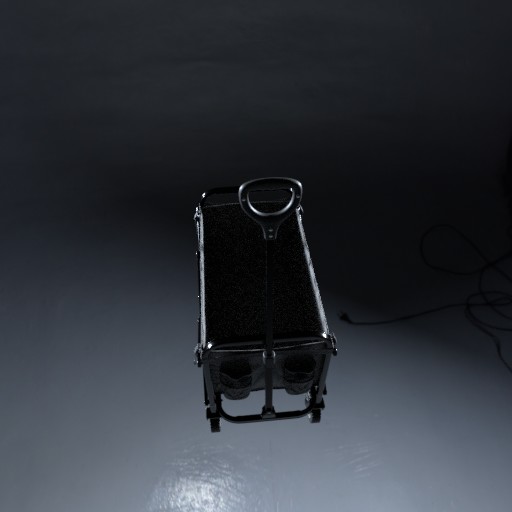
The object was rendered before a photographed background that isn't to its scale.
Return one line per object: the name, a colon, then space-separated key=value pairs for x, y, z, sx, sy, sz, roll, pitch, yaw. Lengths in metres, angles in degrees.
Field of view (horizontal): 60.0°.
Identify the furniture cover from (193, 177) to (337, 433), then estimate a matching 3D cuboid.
furniture cover: x=0.000 y=0.000 z=1.782 sx=0.532 sy=1.295 sz=1.038 roll=-4 pitch=46 yaw=-4
